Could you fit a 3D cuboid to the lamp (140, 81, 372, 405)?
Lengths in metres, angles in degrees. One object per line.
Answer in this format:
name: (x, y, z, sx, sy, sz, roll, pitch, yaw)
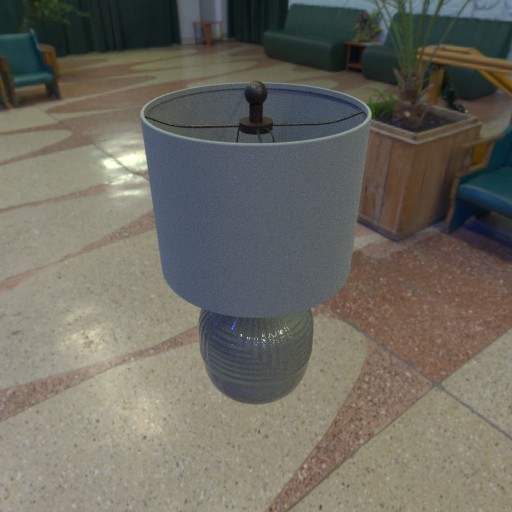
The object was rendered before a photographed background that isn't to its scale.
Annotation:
lamp: (0.000, 0.000, 0.757, 0.318, 0.567, 0.318, 0, 33, 0)
